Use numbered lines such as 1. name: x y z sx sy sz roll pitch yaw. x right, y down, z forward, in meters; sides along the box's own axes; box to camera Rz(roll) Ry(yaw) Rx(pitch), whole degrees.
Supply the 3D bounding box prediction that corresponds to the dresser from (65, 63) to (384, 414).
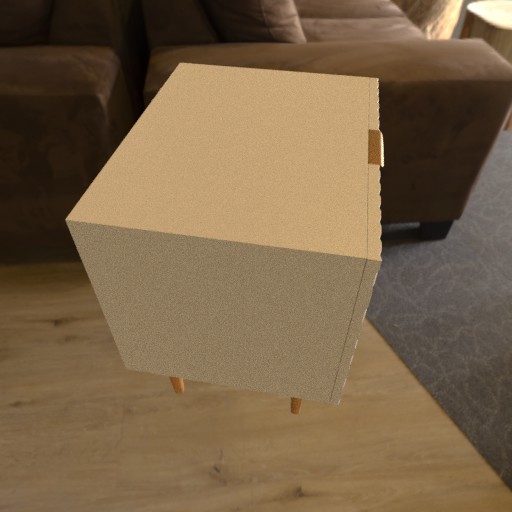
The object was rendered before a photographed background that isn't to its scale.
1. dresser: 0.000 0.000 0.927 0.414 0.568 0.503 8 46 7
